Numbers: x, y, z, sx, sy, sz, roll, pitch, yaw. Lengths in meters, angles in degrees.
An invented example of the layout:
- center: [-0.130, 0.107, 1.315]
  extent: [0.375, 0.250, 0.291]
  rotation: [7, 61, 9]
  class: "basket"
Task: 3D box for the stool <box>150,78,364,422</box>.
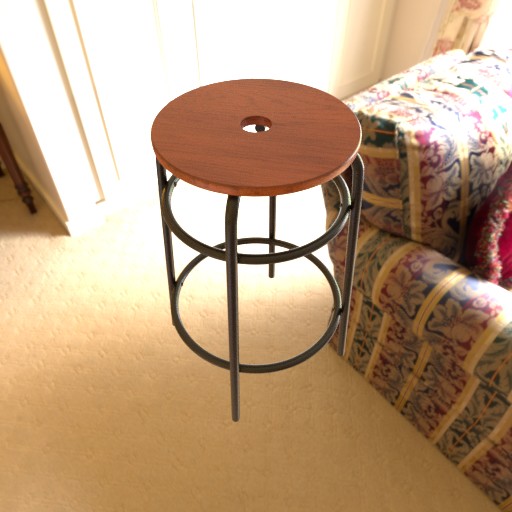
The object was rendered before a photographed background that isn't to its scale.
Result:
- center: [0.000, 0.000, 0.929]
  extent: [0.455, 0.610, 0.455]
  rotation: [9, 47, 8]
  class: "stool"
